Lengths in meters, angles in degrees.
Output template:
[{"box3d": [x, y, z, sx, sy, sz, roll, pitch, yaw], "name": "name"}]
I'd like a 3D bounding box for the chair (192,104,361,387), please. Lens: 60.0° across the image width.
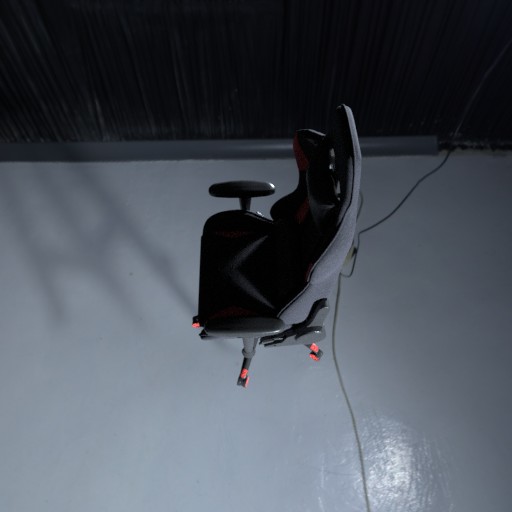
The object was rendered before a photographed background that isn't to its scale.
[{"box3d": [0.000, 0.000, 1.756, 0.658, 1.326, 0.695, -2, 59, -1], "name": "chair"}]
